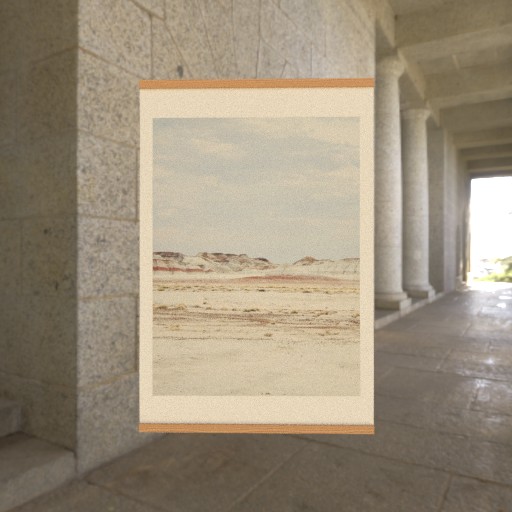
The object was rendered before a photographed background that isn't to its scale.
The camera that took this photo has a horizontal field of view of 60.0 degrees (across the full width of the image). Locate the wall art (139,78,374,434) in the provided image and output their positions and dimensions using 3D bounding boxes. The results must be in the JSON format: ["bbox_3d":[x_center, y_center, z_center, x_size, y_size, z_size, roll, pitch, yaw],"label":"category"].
[{"bbox_3d":[0.000,0.000,1.917,1.011,1.521,0.025,0,0,1],"label":"wall art"}]
